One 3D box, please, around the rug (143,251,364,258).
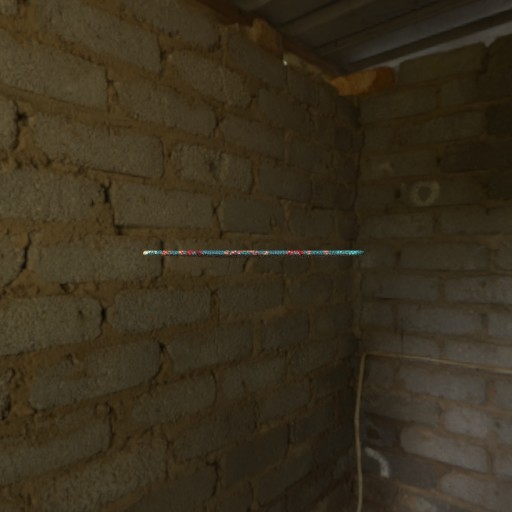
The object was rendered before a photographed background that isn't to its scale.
[{"bbox_3d":[0.000,0.000,2.488,0.686,0.013,2.286,0,0,0],"label":"rug"}]
